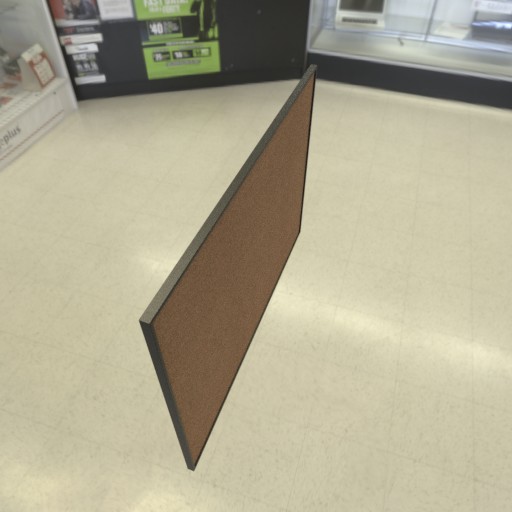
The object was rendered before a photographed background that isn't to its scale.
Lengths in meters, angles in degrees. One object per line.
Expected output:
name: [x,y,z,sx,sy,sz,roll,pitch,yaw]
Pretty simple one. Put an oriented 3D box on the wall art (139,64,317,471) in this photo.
wall art: [0.000,0.000,1.212,0.019,0.660,0.957,15,48,14]
